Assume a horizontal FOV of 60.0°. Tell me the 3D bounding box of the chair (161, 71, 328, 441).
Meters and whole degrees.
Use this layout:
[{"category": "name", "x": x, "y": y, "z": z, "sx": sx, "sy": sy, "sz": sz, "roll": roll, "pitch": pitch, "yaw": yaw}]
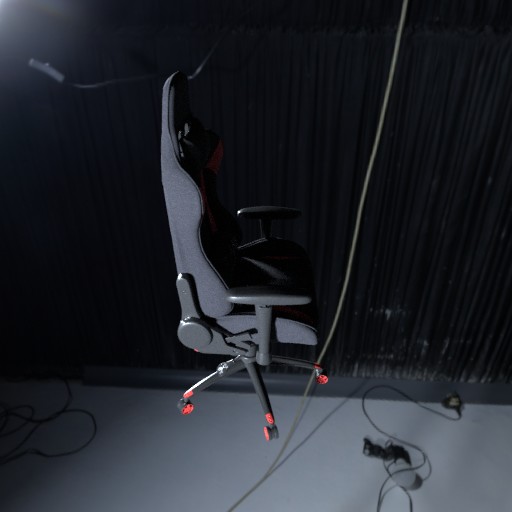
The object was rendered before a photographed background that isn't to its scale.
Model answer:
[{"category": "chair", "x": 0.000, "y": 0.000, "z": 1.724, "sx": 0.658, "sy": 1.326, "sz": 0.695, "roll": 1, "pitch": 31, "yaw": 2}]
